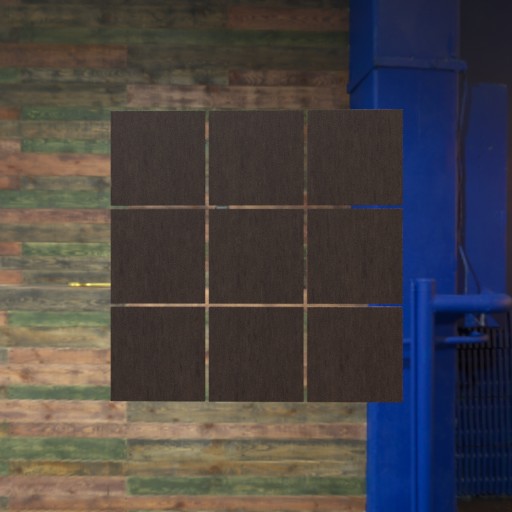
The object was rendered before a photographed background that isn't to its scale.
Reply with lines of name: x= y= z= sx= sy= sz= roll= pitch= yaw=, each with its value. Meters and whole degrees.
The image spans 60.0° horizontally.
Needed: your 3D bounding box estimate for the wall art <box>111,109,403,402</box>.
wall art: x=0.000 y=0.000 z=1.849 sx=1.215 sy=1.213 sz=0.013 roll=0 pitch=0 yaw=1
